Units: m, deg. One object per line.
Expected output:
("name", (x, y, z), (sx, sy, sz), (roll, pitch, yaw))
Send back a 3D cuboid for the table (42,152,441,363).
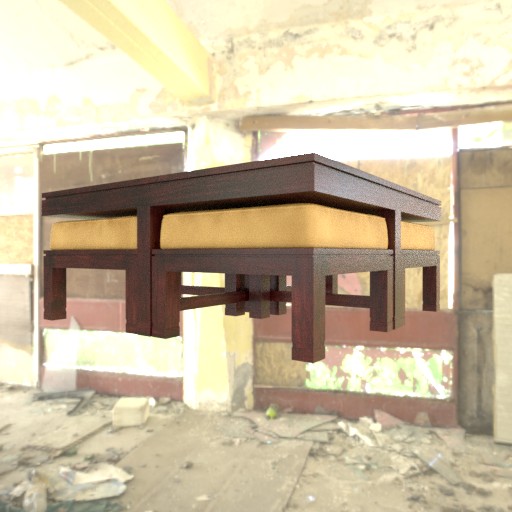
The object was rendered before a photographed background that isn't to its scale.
("table", (0.000, 0.000, 1.347), (0.865, 0.356, 0.865), (0, 0, 36))
